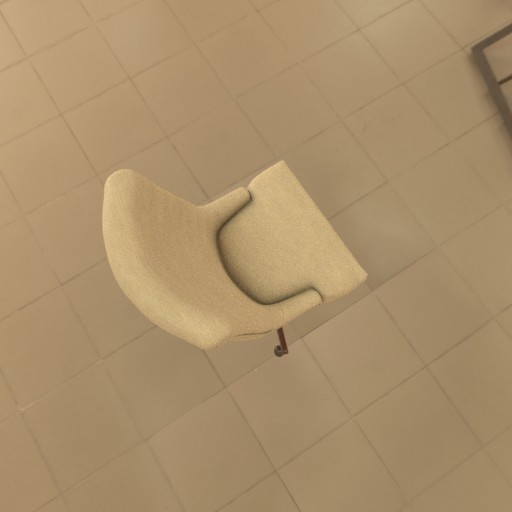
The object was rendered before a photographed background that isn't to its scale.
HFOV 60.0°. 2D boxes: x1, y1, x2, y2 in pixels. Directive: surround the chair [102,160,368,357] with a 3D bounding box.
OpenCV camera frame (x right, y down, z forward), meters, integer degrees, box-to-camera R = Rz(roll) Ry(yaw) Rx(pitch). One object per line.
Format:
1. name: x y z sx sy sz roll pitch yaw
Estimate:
1. chair: 0.000 0.000 1.458 0.696 1.010 0.645 -32 78 -8
